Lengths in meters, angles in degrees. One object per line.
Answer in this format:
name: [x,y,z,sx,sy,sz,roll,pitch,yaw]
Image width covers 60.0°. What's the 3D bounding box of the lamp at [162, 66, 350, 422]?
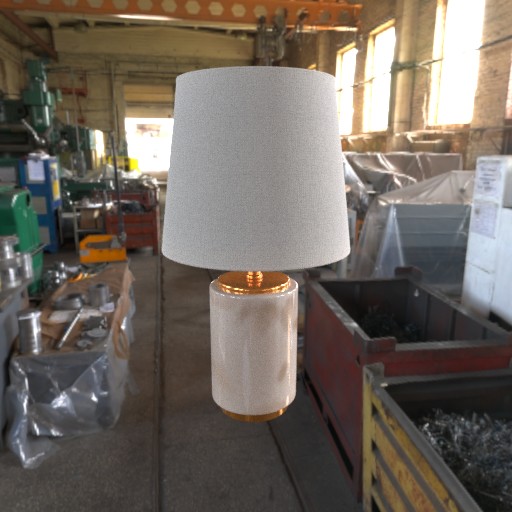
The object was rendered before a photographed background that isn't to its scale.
lamp: [0.000,0.000,0.458,0.189,0.340,0.189,0,13,0]
